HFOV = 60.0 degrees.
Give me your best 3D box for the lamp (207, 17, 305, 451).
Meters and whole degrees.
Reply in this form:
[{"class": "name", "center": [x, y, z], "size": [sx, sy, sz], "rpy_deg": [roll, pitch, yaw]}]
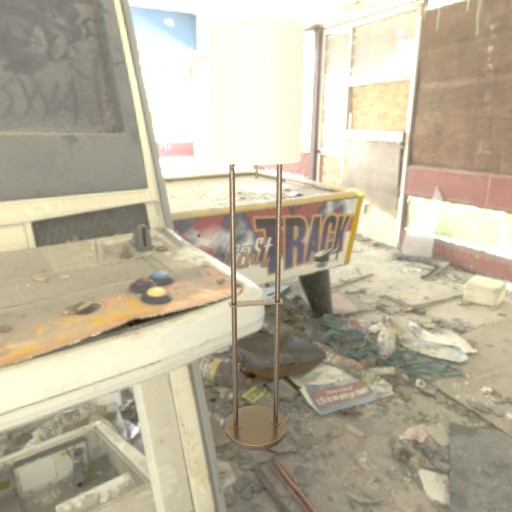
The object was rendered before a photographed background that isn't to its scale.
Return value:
[{"class": "lamp", "center": [0.000, 0.000, 1.615], "size": [0.306, 1.500, 0.305], "rpy_deg": [-3, 17, -9]}]
